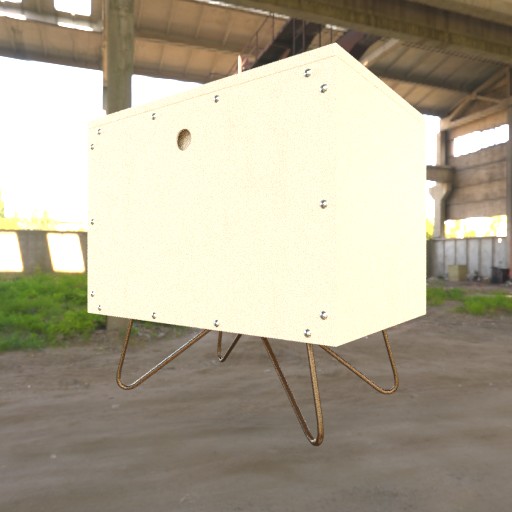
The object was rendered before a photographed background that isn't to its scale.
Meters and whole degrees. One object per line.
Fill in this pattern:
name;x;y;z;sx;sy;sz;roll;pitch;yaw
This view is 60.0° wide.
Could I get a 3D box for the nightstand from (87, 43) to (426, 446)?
nightstand;0.000;0.000;0.985;0.614;0.604;0.447;0;0;37
